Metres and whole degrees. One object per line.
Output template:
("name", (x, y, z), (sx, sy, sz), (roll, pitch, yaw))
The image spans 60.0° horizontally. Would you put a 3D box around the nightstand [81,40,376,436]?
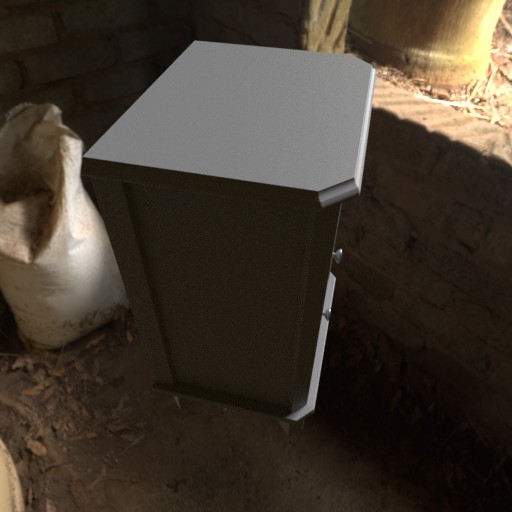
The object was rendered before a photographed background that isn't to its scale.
("nightstand", (0.000, 0.000, 0.920), (0.350, 0.680, 0.450), (10, 46, 10))
